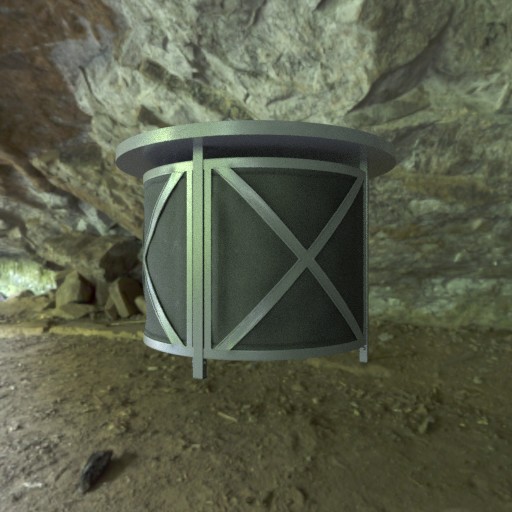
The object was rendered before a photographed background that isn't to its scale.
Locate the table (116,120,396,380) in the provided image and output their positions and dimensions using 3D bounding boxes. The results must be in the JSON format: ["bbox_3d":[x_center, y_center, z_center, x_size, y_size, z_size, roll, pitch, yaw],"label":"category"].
[{"bbox_3d":[0.000,0.000,1.514,0.914,0.650,0.914,0,0,0],"label":"table"}]
